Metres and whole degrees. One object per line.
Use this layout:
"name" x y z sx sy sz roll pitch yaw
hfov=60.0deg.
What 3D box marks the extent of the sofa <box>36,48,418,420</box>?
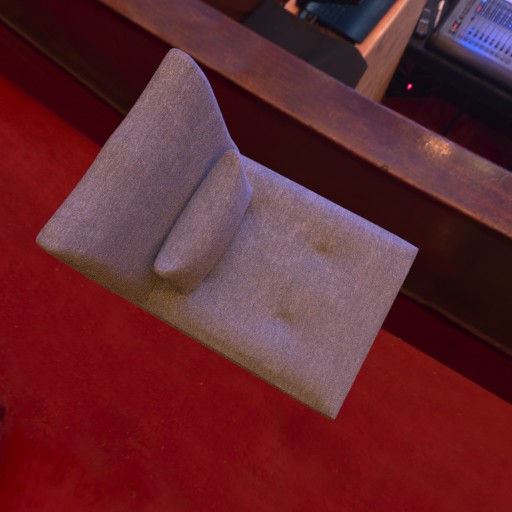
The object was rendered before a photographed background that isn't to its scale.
"sofa" 0.000 0.000 1.520 1.000 0.820 0.700 29 78 7
